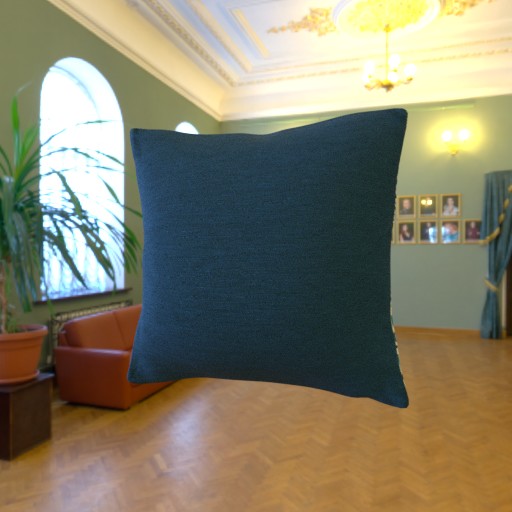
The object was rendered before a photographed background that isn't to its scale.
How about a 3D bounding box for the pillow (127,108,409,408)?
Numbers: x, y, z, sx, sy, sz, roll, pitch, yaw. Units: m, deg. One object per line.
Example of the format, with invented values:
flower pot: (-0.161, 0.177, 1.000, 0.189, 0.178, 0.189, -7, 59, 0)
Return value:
pillow: (0.000, 0.000, 0.672, 0.440, 0.420, 0.145, 0, 1, 16)
